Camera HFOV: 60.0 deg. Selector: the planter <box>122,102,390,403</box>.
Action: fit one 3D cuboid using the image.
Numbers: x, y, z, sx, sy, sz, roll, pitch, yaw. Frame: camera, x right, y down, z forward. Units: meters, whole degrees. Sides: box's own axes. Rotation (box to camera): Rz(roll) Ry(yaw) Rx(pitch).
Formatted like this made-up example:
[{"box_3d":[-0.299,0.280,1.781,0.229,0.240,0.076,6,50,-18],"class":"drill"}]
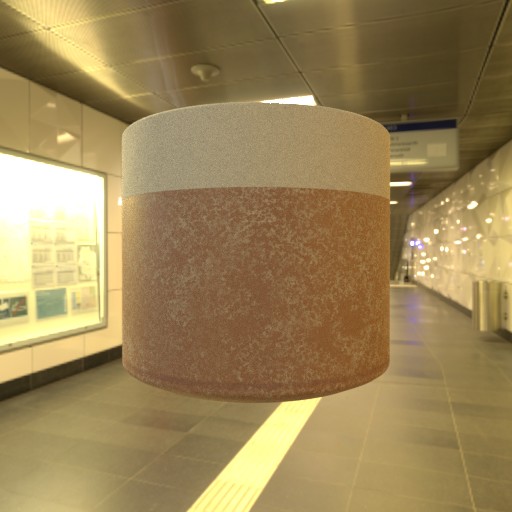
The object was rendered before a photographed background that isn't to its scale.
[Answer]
[{"box_3d":[0.000,0.000,0.274,0.159,0.138,0.159,0,1,0],"class":"planter"}]
